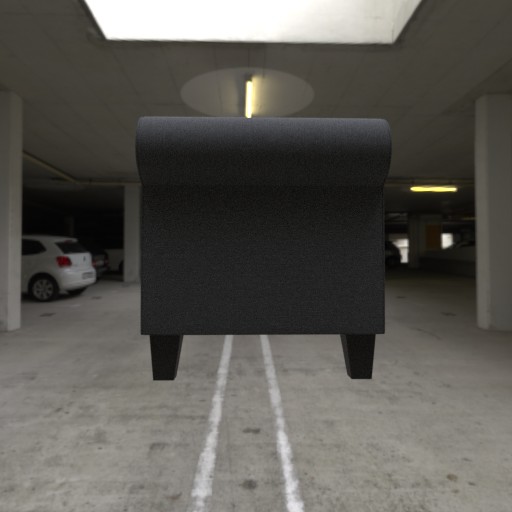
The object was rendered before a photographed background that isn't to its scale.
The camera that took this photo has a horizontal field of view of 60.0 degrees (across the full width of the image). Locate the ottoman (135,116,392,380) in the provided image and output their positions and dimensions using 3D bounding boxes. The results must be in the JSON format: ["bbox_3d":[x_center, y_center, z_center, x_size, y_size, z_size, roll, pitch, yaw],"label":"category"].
[{"bbox_3d":[0.000,0.000,1.484,0.521,0.547,1.256,0,-2,-2],"label":"ottoman"}]
